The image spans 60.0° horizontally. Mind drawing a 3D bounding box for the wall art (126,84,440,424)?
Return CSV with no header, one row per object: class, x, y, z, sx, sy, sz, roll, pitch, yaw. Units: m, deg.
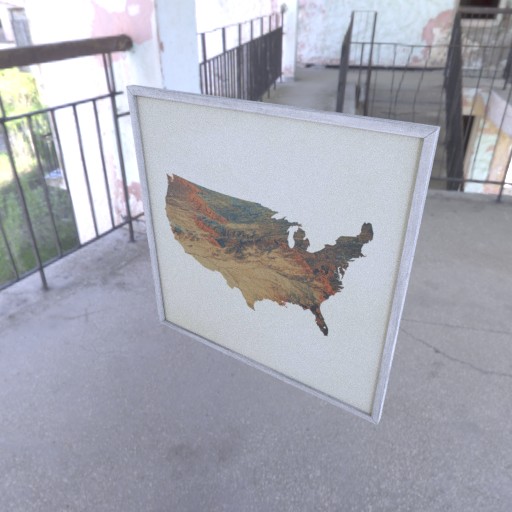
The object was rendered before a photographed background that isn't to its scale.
wall art,0.000,0.000,0.760,0.508,0.507,0.016,18,35,28
